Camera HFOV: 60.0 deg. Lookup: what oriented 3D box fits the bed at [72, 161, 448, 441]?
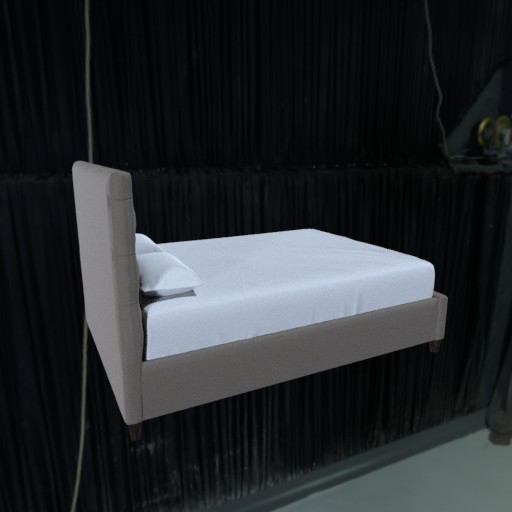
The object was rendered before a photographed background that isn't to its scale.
[{"bbox_3d":[0.000,0.000,3.427,2.387,1.427,1.698,-7,16,-26],"label":"bed"}]
